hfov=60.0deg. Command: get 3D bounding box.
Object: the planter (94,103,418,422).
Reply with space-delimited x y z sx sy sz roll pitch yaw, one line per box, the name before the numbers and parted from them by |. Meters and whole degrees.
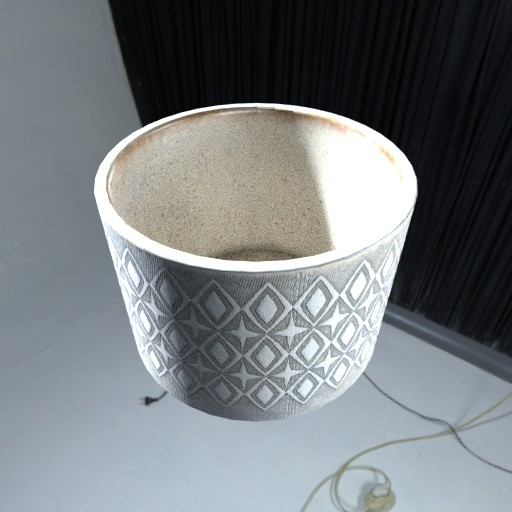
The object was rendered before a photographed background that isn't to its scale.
planter | 0.000 0.000 0.311 0.186 0.144 0.186 0 41 0
